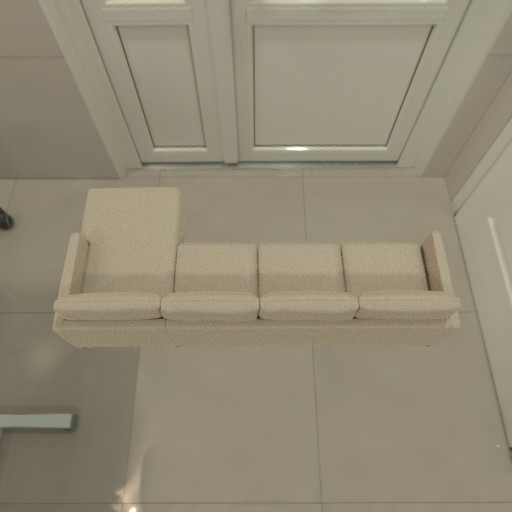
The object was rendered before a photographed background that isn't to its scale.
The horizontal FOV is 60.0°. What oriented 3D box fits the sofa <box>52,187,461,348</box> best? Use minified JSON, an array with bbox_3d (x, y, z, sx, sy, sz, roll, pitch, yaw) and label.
[{"bbox_3d":[0.000,0.000,3.326,2.731,0.755,1.258,0,64,0],"label":"sofa"}]
